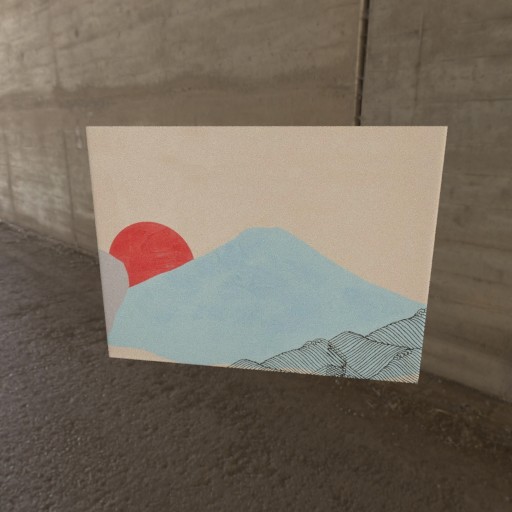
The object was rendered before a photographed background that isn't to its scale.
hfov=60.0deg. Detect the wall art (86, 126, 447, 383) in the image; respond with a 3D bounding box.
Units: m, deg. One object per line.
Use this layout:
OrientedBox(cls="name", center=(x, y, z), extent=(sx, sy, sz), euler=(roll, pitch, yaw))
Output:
OrientedBox(cls="wall art", center=(0.000, 0.000, 1.625), extent=(1.219, 0.912, 0.042), euler=(3, 16, 9))
